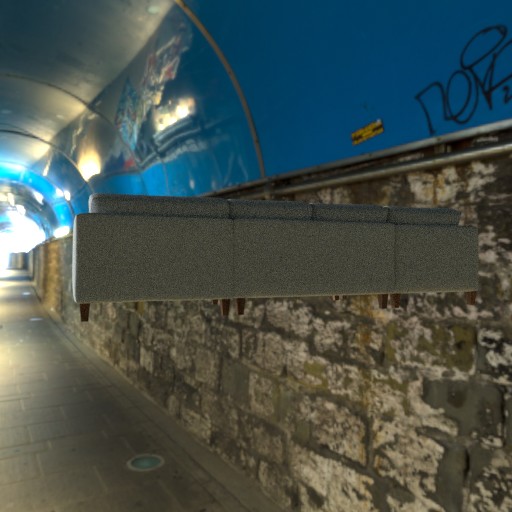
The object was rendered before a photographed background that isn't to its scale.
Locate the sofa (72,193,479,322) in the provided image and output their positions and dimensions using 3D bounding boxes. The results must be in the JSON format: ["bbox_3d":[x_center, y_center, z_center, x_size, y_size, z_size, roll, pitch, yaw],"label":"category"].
[{"bbox_3d":[0.000,0.000,4.607,3.403,0.889,2.551,0,0,-19],"label":"sofa"}]
